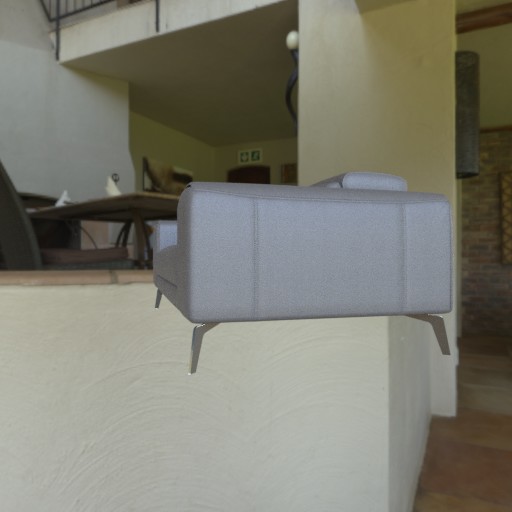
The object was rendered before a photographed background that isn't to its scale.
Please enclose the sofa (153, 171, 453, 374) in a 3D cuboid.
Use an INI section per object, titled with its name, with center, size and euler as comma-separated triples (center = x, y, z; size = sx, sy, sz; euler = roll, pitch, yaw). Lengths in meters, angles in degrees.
[sofa]
center = 0.000, 0.000, 2.437
size = 1.024, 0.753, 1.930
euler = 0, 0, -16
